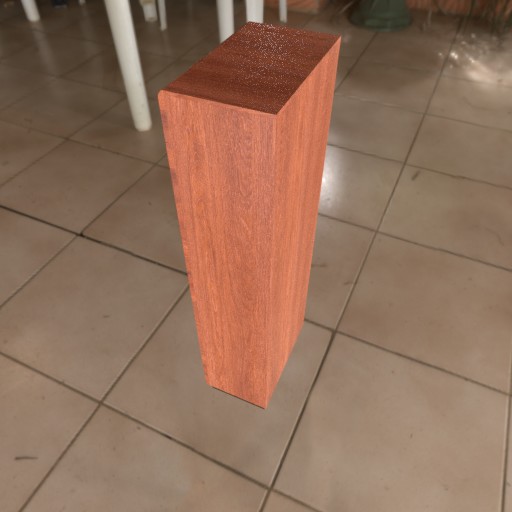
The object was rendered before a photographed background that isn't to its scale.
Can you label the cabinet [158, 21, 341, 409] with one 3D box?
[{"bbox_3d":[0.000,0.000,2.258,0.420,1.980,0.660,18,49,16],"label":"cabinet"}]
